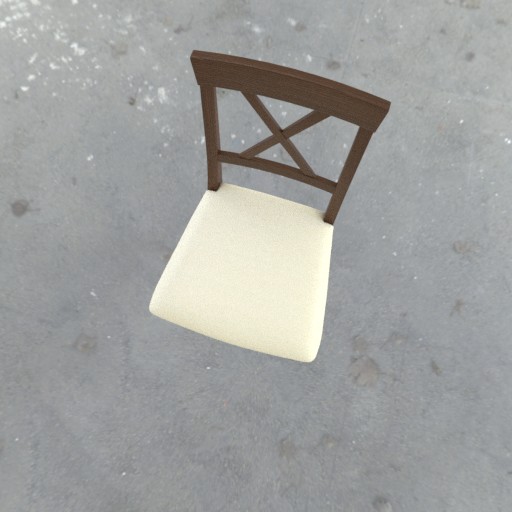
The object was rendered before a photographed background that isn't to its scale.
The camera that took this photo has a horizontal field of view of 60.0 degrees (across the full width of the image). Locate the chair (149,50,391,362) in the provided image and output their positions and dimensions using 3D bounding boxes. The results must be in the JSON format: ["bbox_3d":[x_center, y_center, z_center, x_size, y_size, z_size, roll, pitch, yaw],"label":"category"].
[{"bbox_3d":[0.000,0.000,1.180,0.440,0.913,0.480,17,76,4],"label":"chair"}]
